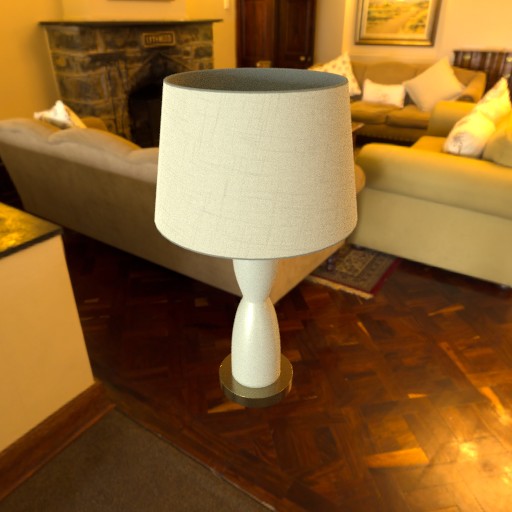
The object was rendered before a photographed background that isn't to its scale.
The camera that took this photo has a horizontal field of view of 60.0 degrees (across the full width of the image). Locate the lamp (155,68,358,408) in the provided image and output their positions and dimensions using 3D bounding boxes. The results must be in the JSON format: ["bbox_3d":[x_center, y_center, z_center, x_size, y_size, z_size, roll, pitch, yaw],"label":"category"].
[{"bbox_3d":[0.000,0.000,0.725,0.309,0.545,0.309,0,29,0],"label":"lamp"}]
